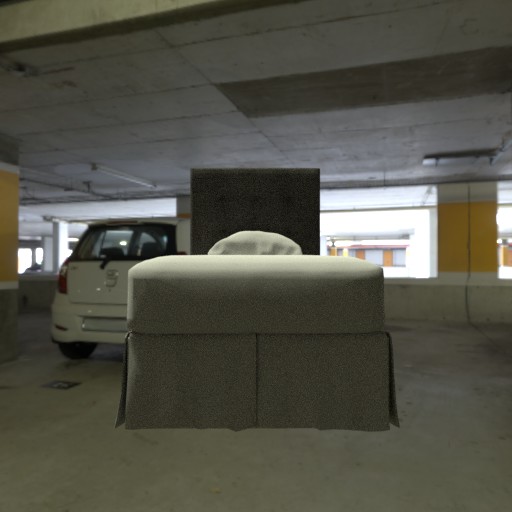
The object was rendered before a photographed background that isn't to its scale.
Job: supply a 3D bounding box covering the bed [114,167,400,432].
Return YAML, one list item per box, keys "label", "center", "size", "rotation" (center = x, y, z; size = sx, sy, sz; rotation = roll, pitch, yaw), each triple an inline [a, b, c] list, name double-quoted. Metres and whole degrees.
- label: "bed"
  center: [0.000, 0.000, 2.922]
  size: [1.261, 1.571, 1.997]
  rotation: [0, -1, 0]
